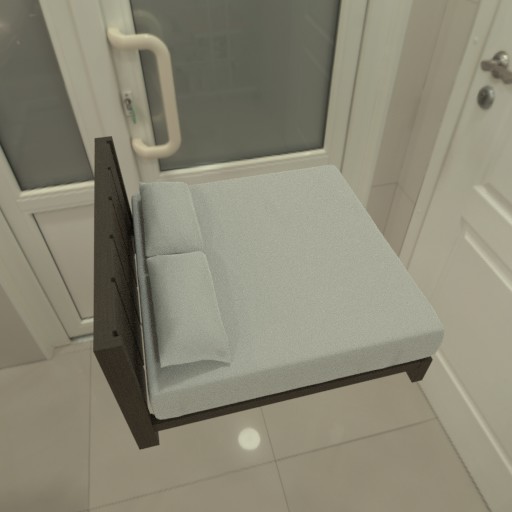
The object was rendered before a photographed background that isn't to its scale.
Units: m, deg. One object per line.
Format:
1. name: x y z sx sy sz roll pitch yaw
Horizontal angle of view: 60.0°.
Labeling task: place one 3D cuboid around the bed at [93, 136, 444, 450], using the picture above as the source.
1. bed: 0.000 0.000 3.607 2.238 1.261 2.143 -10 46 -10
